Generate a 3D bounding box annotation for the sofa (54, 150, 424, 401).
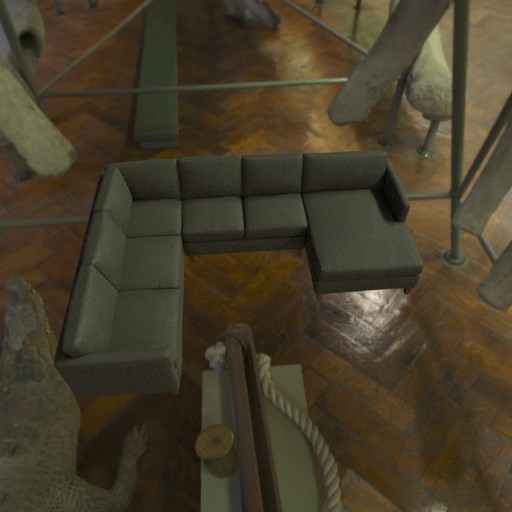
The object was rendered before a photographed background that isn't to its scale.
[{"bbox_3d":[0.000,0.000,4.627,3.460,0.961,2.594,-3,48,-3],"label":"sofa"}]
